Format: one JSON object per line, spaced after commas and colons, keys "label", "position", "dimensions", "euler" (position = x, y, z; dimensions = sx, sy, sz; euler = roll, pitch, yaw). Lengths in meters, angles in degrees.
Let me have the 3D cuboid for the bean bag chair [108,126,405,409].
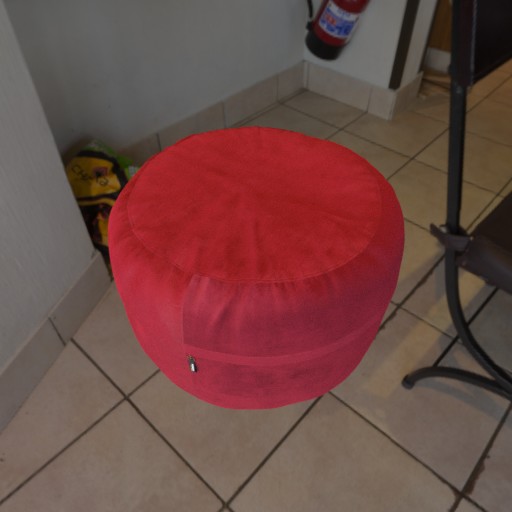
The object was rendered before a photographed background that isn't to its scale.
{"label": "bean bag chair", "position": [0.000, 0.000, 1.990], "dimensions": [1.219, 0.762, 1.219], "euler": [0, 45, 0]}
